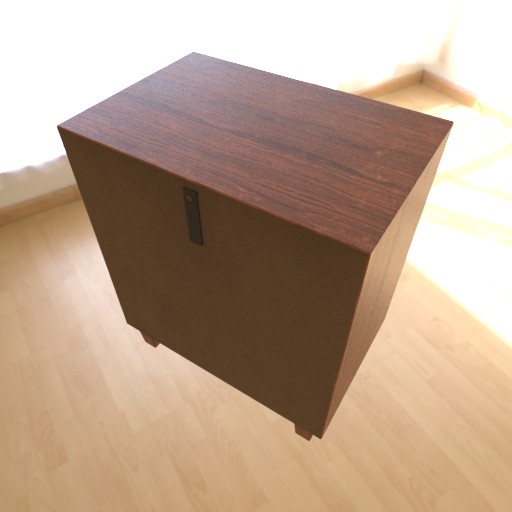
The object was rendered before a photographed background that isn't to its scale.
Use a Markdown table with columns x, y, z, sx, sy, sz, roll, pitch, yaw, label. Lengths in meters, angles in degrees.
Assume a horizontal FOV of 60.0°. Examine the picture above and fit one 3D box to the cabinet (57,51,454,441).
| x | y | z | sx | sy | sz | roll | pitch | yaw | label |
| --- | --- | --- | --- | --- | --- | --- | --- | --- | --- |
| 0.000 | 0.000 | 1.058 | 0.607 | 0.695 | 0.410 | 24 | 51 | 22 | cabinet |
